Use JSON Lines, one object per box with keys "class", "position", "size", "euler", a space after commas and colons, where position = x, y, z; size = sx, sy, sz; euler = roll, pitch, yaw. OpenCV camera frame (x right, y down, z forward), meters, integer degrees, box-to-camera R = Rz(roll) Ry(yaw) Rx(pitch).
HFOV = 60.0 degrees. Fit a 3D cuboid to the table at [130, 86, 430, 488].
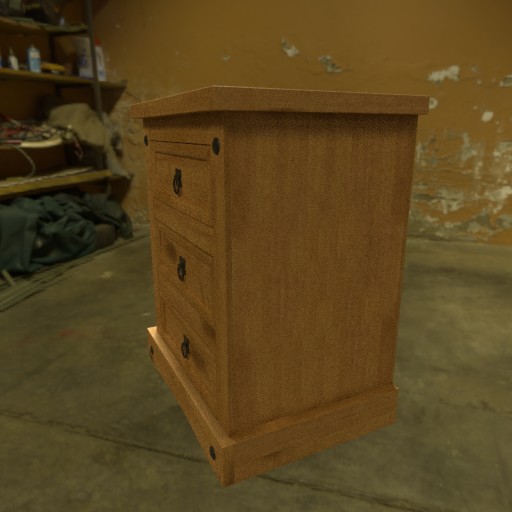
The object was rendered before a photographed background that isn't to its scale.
{"class": "table", "position": [0.000, 0.000, 1.231], "size": [0.500, 0.813, 0.660], "euler": [-8, 18, -26]}
